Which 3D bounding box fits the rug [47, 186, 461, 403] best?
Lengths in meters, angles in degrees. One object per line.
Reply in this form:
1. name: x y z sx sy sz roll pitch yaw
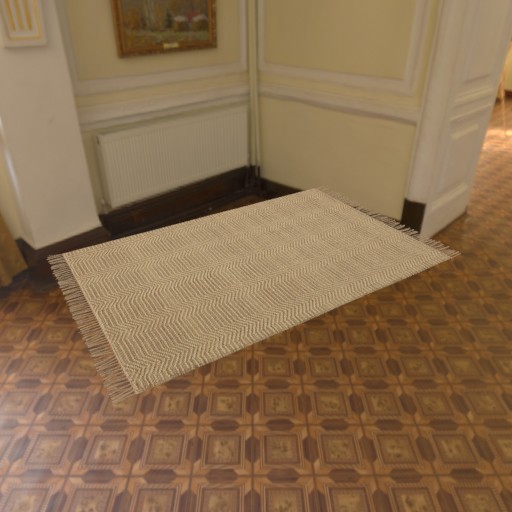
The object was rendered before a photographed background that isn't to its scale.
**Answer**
1. rug: 0.000 0.000 3.124 2.523 0.034 1.528 -18 35 -28
